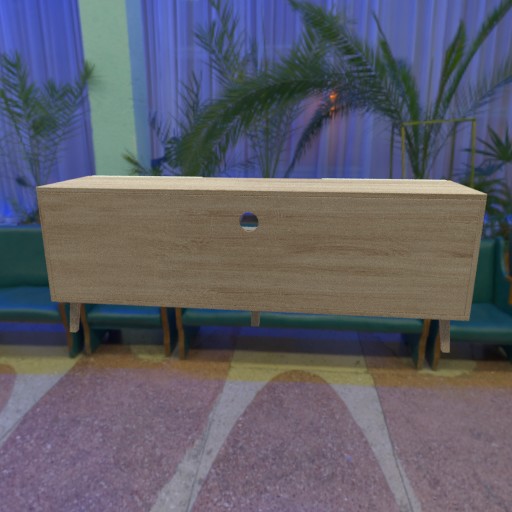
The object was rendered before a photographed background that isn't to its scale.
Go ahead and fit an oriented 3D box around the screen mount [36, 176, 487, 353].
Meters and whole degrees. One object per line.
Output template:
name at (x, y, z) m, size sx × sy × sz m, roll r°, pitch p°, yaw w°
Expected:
screen mount at (0.000, 0.000, 1.743) m, size 1.500 × 0.570 × 0.420 m, roll 2°, pitch 16°, yaw 6°
